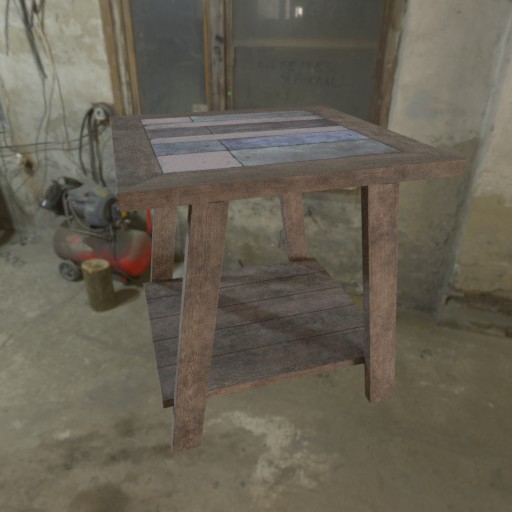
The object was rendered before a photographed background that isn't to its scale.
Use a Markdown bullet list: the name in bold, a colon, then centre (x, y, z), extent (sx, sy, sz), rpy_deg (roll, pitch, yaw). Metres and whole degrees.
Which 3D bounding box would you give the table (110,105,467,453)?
- **table**: centre (0.000, 0.000, 1.121), extent (0.610, 0.610, 0.610), rpy_deg (-8, 29, -15)
